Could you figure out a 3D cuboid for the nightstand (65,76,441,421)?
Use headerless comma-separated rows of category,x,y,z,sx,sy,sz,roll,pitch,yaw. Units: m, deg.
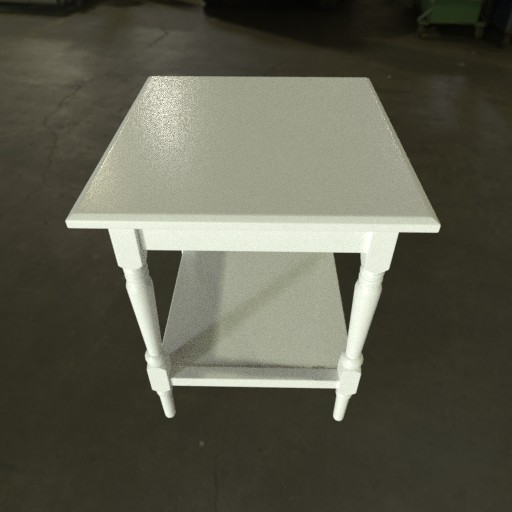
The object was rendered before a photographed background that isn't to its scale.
nightstand,0.000,0.000,0.909,0.459,0.555,0.505,1,41,1
